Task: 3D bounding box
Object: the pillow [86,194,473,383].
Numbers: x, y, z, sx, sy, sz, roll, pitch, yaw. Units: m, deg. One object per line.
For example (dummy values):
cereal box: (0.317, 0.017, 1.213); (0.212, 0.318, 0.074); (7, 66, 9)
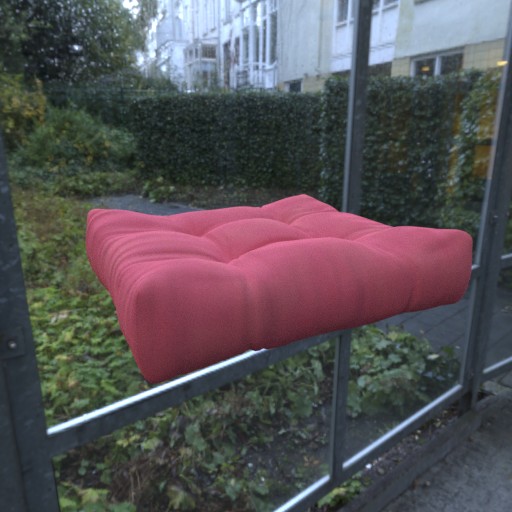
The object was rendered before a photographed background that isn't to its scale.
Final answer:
pillow: (0.000, 0.000, 0.730); (0.490, 0.128, 0.468); (-8, 18, -25)
